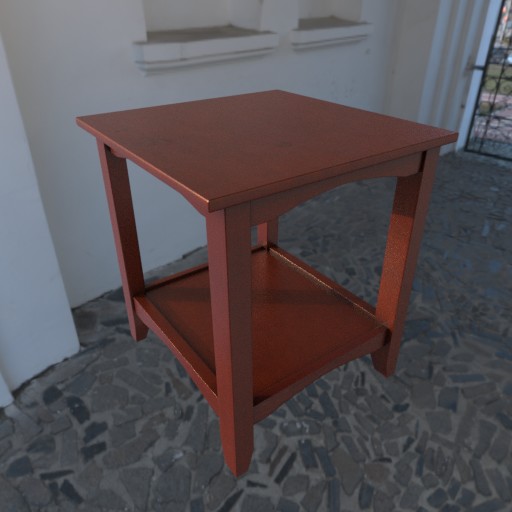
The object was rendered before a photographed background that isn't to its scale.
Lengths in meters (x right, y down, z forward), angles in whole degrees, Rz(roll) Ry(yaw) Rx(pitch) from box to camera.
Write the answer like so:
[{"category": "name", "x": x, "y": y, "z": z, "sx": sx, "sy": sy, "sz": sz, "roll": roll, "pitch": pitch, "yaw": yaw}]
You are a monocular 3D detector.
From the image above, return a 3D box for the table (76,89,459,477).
[{"category": "table", "x": 0.000, "y": 0.000, "z": 0.951, "sx": 0.522, "sy": 0.558, "sz": 0.523, "roll": -19, "pitch": 35, "yaw": -28}]
